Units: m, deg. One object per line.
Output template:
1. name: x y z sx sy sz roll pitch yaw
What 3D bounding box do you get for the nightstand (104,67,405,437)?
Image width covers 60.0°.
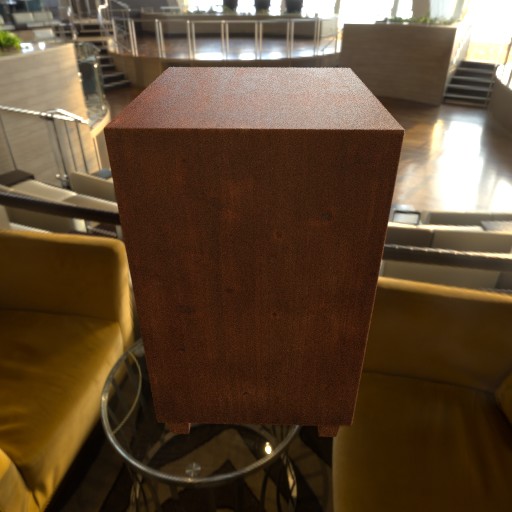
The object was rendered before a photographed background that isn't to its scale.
1. nightstand: 0.000 0.000 0.972 0.410 0.695 0.465 1 32 1
